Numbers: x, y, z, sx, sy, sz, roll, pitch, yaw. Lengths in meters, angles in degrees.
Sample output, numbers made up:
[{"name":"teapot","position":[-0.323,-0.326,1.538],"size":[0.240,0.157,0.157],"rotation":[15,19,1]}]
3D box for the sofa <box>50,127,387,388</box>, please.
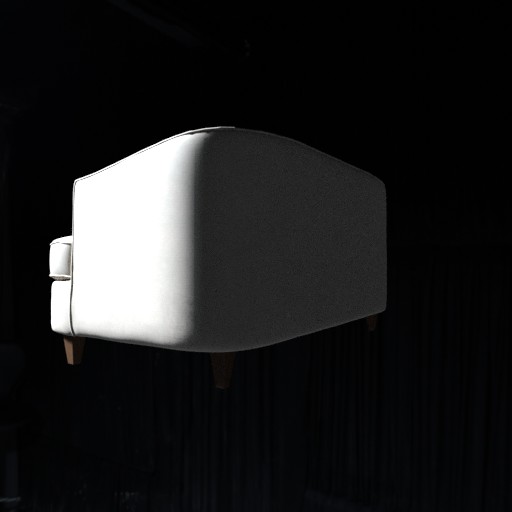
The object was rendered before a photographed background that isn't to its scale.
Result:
[{"name":"sofa","position":[0.000,0.000,2.257],"size":[0.940,0.878,1.731],"rotation":[0,0,34]}]
